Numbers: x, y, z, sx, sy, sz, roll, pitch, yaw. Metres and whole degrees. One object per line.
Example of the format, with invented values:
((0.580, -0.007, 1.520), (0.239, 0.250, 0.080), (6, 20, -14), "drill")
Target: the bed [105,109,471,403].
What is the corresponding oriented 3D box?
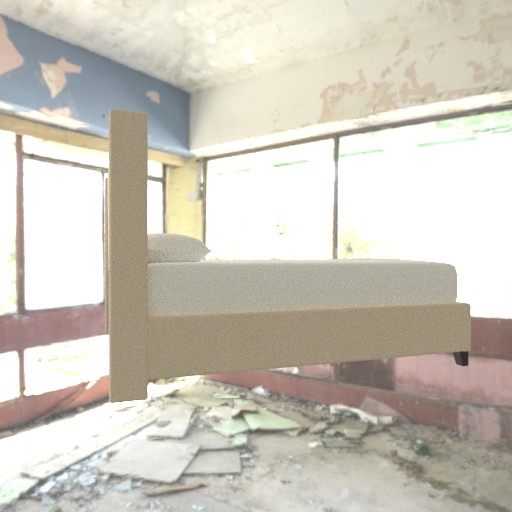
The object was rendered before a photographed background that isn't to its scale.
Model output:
((0.000, 0.000, 3.584), (2.293, 1.471, 2.145), (0, 0, -19), "bed")
